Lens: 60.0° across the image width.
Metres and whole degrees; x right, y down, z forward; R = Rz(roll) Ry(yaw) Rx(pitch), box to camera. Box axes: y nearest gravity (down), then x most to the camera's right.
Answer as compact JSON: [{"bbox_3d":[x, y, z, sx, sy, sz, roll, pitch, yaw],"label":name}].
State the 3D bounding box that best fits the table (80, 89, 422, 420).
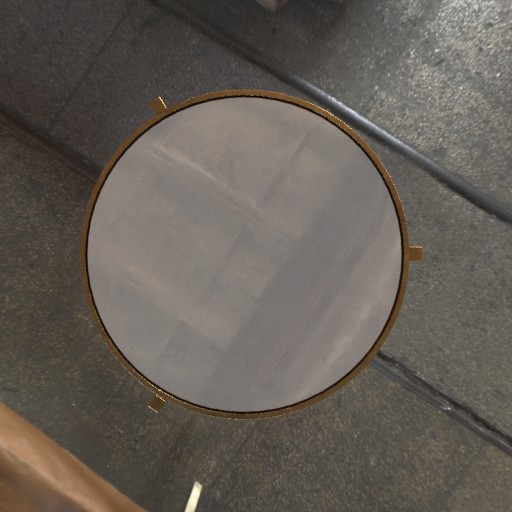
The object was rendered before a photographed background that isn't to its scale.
[{"bbox_3d":[0.000,0.000,0.445,0.243,0.269,0.231,0,89,1],"label":"table"}]
